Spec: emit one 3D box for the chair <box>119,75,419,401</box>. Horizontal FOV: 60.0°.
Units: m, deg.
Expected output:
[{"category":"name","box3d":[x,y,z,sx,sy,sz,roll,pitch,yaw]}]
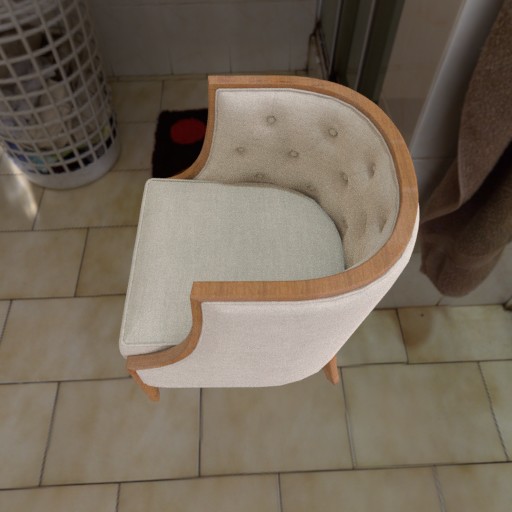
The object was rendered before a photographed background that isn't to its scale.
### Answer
[{"category":"chair","box3d":[0.000,0.000,1.358,0.757,0.775,0.711,0,58,0]}]
